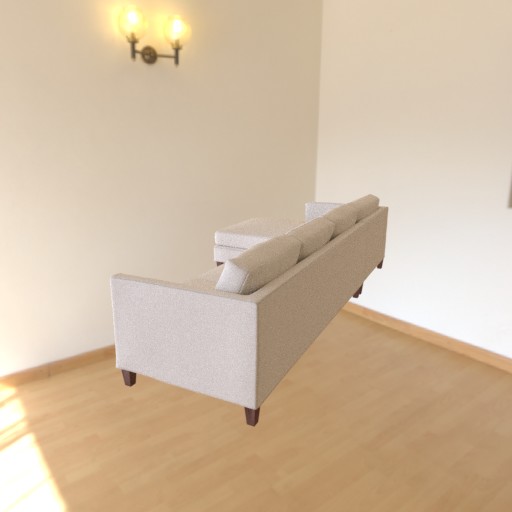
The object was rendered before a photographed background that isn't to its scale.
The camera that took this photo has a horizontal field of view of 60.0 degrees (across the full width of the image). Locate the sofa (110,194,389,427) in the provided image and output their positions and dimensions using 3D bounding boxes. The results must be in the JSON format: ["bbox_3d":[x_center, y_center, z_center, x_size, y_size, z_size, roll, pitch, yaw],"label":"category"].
[{"bbox_3d":[0.000,0.000,3.824,1.625,0.846,3.186,8,17,26],"label":"sofa"}]
